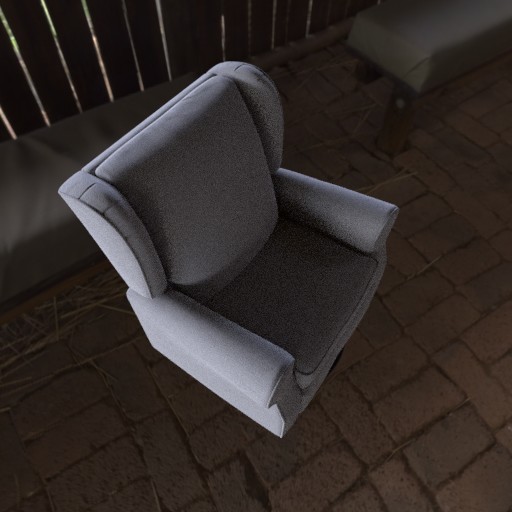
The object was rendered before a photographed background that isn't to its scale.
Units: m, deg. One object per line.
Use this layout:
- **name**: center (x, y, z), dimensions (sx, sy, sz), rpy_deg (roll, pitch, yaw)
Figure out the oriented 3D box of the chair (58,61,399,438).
- **chair**: center (0.000, 0.000, 1.666), dimensions (0.854, 0.966, 0.906), rpy_deg (30, 60, 19)
